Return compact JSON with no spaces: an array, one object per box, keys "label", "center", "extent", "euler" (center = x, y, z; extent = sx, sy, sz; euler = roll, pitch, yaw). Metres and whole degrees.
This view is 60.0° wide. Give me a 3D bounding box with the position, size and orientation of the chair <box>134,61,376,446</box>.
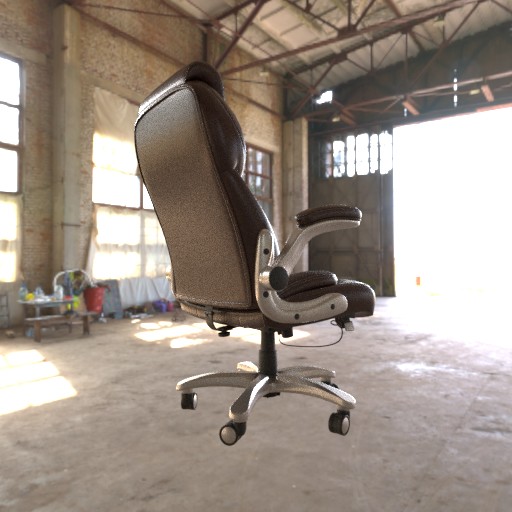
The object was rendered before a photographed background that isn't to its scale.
[{"label":"chair","center":[0.000,0.000,1.633],"extent":[0.774,1.160,0.733],"euler":[1,-1,-35]}]
